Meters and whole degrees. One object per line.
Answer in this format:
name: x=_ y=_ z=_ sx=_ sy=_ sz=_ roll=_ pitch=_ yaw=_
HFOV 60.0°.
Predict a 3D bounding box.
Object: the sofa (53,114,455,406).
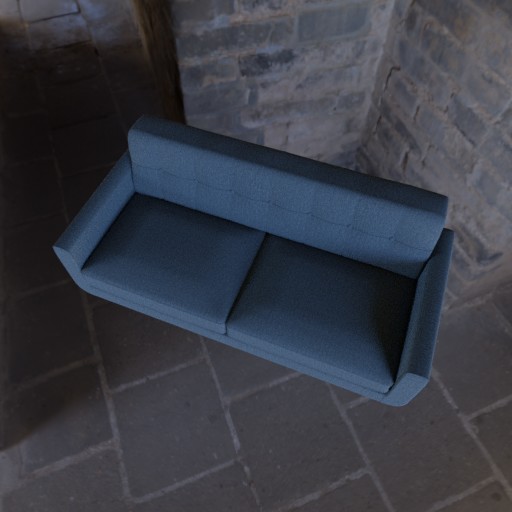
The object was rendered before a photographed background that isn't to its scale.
sofa: x=0.000 y=0.000 z=2.581 sx=2.055 sy=0.884 sz=0.942 roll=18 pitch=58 yaw=12
